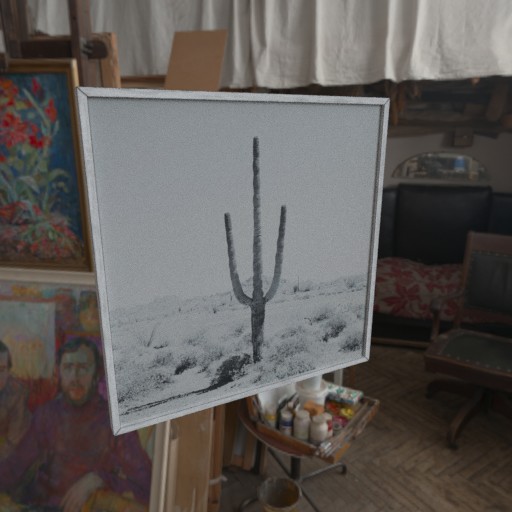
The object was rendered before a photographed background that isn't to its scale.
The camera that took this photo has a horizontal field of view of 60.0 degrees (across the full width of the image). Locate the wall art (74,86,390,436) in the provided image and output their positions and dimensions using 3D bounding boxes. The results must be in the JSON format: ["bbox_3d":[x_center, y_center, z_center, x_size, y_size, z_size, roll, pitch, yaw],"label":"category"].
[{"bbox_3d":[0.000,0.000,1.106,0.762,0.762,0.038,-8,18,-26],"label":"wall art"}]
